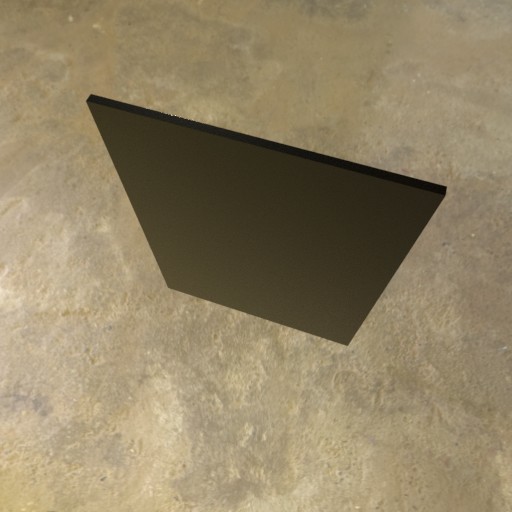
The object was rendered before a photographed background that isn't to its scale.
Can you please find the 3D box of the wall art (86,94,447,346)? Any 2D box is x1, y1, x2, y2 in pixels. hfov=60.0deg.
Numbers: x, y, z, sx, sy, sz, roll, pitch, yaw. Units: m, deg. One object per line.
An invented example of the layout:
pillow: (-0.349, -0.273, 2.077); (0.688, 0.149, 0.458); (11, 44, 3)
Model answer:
wall art: (0.000, 0.000, 0.778); (0.442, 0.582, 0.013); (17, 64, 9)
